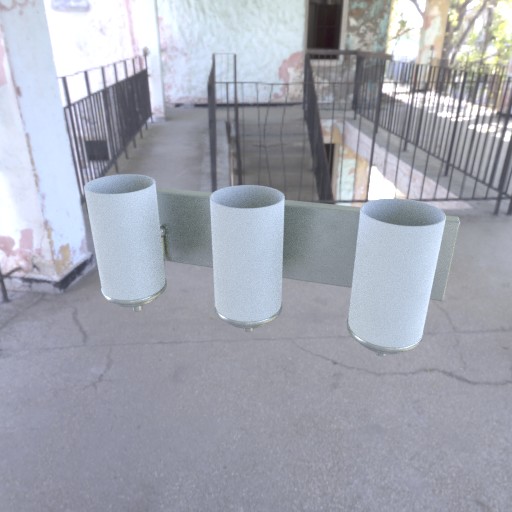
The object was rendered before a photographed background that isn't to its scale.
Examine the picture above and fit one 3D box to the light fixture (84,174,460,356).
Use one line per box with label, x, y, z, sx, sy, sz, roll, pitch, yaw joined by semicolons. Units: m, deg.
light fixture;0.000;0.000;0.537;0.451;0.172;0.145;8;27;15
